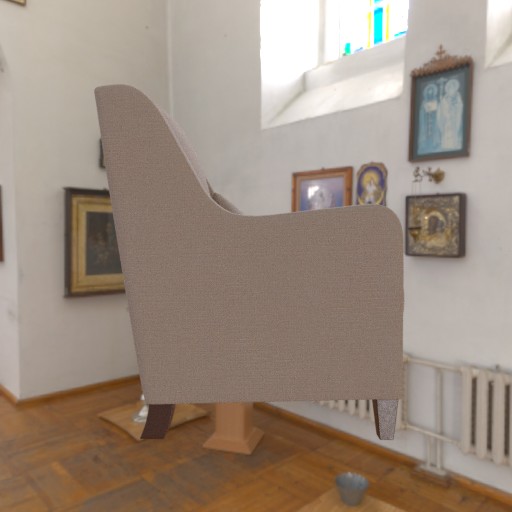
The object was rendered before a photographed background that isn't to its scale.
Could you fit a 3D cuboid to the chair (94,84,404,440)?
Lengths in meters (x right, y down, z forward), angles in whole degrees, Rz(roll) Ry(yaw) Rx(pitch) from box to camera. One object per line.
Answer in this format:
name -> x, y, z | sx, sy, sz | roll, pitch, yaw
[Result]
chair -> 0.000, 0.000, 1.569 | 0.896, 1.017, 0.715 | 0, 1, 1
